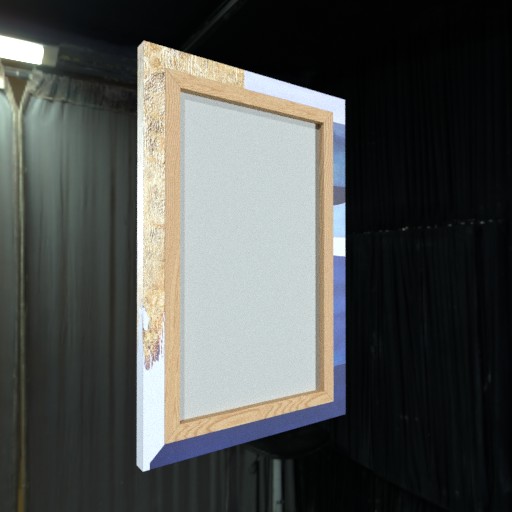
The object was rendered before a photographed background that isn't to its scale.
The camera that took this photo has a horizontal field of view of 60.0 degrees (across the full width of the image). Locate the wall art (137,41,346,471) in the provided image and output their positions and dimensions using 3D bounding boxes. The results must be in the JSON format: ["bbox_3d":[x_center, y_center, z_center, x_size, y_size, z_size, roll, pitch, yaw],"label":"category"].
[{"bbox_3d":[0.000,0.000,1.126,0.607,0.911,0.039,0,-1,-35],"label":"wall art"}]
